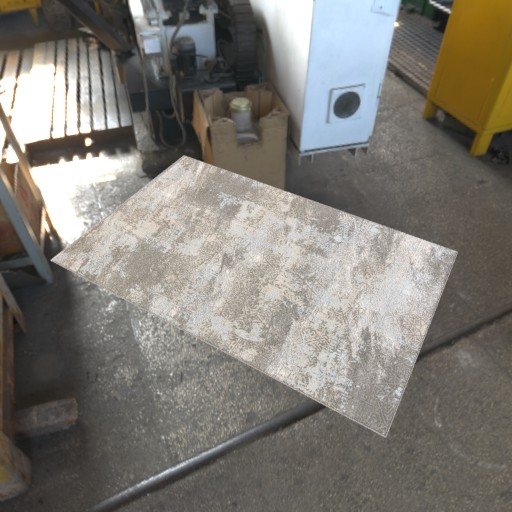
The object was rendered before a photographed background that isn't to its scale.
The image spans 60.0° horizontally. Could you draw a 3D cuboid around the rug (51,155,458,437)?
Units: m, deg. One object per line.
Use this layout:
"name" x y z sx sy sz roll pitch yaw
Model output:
"rug" 0.000 0.000 3.127 2.431 0.012 1.536 23 50 21
